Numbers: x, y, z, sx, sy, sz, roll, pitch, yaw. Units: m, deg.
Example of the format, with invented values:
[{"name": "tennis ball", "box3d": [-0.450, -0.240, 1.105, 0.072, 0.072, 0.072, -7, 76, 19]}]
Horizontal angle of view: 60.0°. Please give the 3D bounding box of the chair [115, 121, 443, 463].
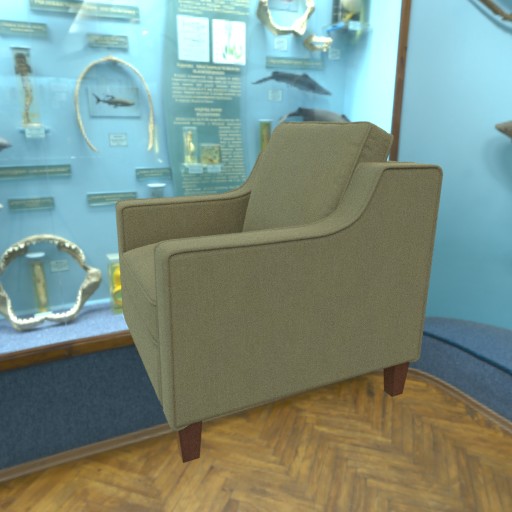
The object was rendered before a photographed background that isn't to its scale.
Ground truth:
[{"name": "chair", "box3d": [0.000, 0.000, 1.648, 0.909, 0.960, 0.831, -8, 18, -24]}]
